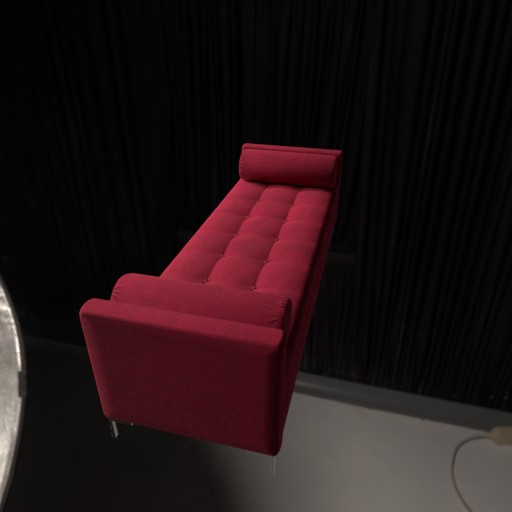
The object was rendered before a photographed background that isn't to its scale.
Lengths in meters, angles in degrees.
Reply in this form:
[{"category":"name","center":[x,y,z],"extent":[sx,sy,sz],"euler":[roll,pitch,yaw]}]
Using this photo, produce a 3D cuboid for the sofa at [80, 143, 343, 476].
[{"category":"sofa","center":[0.000,0.000,2.337],"extent":[0.686,0.635,1.981],"euler":[8,31,13]}]
